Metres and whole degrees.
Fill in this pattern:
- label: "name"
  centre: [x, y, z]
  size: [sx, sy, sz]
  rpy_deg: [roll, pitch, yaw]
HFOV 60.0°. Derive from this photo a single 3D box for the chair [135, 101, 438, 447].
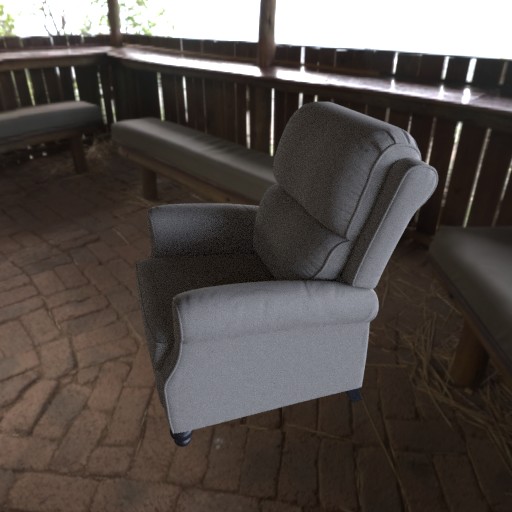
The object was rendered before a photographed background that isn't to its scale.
- label: "chair"
  centre: [0.000, 0.000, 1.734]
  size: [0.919, 1.046, 0.859]
  rpy_deg: [-9, 30, -16]
